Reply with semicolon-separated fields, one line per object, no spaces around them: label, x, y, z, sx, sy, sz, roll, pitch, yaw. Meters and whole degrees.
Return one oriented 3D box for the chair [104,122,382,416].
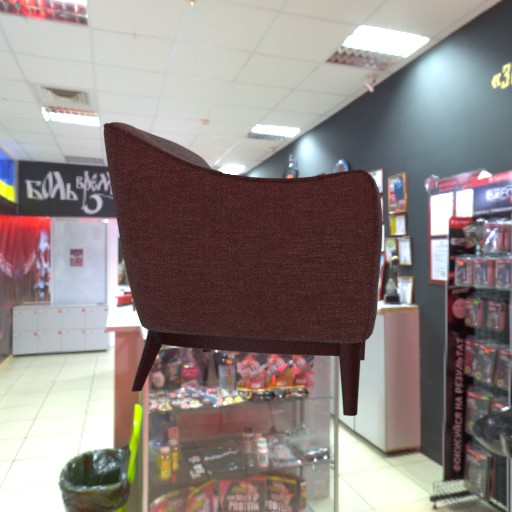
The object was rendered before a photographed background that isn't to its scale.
chair;0.000;0.000;1.563;0.851;0.829;0.870;0;0;15
